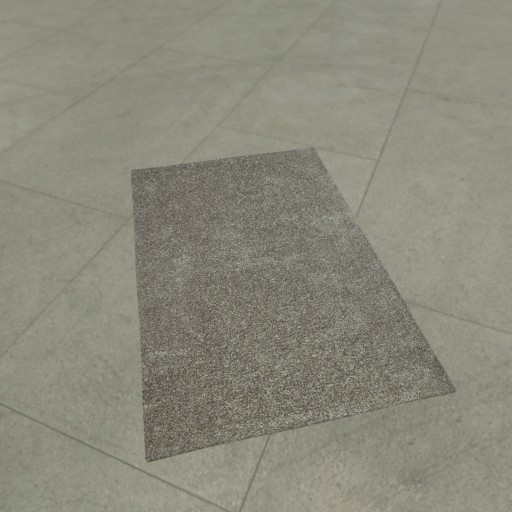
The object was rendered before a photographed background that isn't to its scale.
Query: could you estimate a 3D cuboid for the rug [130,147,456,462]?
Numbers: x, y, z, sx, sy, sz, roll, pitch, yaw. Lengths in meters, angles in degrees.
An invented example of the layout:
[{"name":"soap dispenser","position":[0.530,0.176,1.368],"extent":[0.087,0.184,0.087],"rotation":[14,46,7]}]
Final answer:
[{"name":"rug","position":[0.000,0.000,3.383],"extent":[1.802,0.026,2.699],"rotation":[-9,46,-9]}]
